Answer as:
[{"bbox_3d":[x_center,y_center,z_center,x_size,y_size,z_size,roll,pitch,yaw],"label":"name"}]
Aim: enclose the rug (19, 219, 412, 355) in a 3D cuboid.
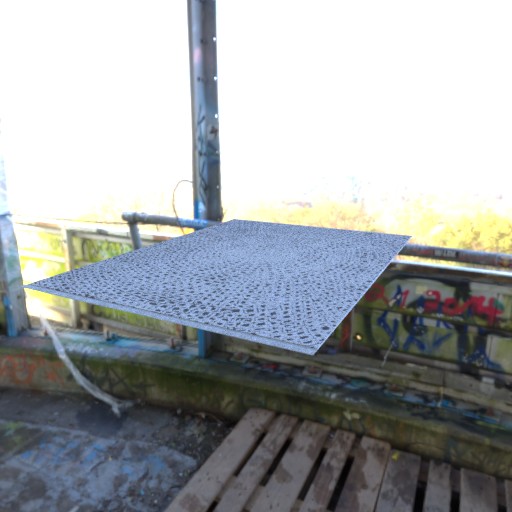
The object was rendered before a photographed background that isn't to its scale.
[{"bbox_3d":[0.000,0.000,2.129,1.190,0.003,1.634,8,17,27],"label":"rug"}]
